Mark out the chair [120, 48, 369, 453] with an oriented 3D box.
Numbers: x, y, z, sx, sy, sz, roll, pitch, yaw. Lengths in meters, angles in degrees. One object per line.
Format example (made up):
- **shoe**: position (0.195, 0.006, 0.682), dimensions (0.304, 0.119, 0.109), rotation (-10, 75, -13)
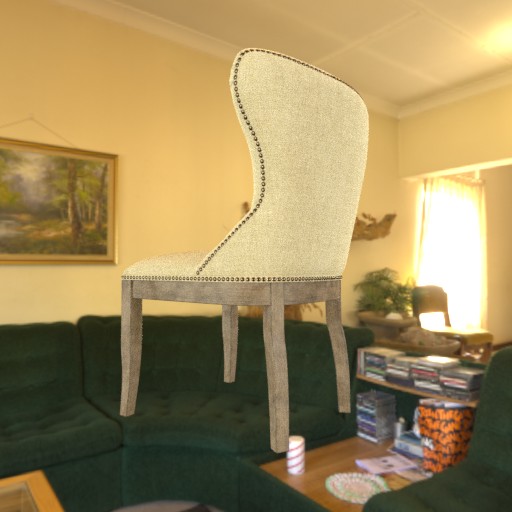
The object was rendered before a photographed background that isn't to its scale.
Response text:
- **chair**: position (0.000, 0.000, 1.422), dimensions (0.681, 1.002, 0.654), rotation (-1, -2, 36)
